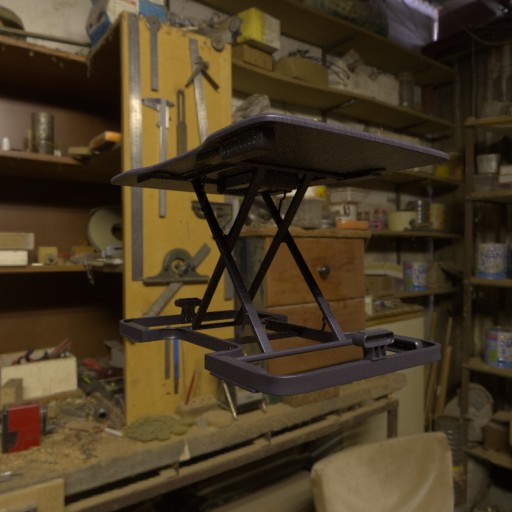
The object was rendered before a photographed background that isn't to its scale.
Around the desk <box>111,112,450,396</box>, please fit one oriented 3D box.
[{"bbox_3d":[0.000,0.000,1.183,0.546,0.470,0.820,0,0,-36],"label":"desk"}]
